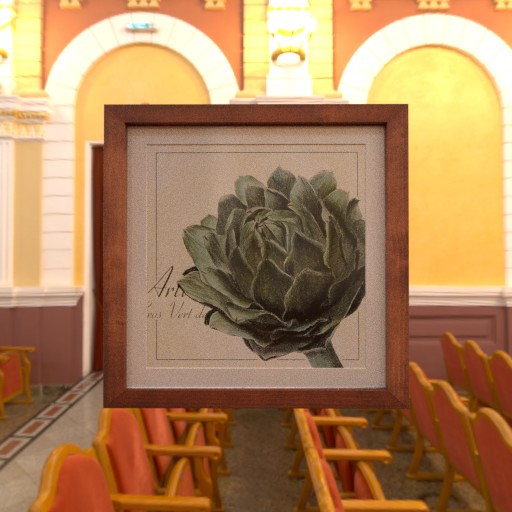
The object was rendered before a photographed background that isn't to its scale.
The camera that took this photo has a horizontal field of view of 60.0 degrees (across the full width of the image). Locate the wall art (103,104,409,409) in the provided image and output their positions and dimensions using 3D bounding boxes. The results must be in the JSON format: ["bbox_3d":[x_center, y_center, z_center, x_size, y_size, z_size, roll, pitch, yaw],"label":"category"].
[{"bbox_3d":[0.000,0.000,0.579,0.386,0.385,0.038,0,0,0],"label":"wall art"}]
